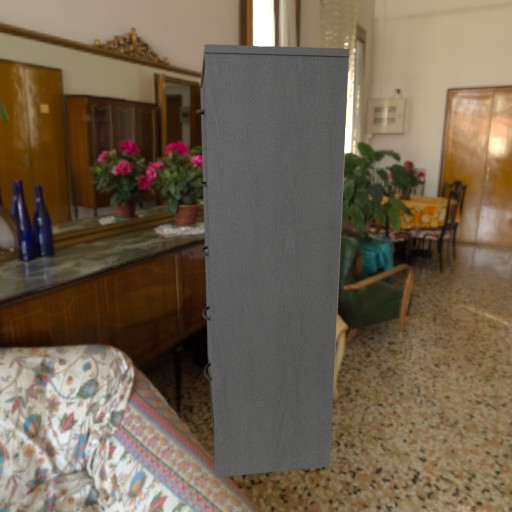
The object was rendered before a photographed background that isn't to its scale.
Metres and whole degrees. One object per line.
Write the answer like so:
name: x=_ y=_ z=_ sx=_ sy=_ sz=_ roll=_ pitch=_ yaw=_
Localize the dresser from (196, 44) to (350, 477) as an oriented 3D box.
dresser: x=0.000 y=0.000 z=1.600 sx=0.399 sy=1.255 sz=0.704 roll=-2 pitch=14 yaw=-8
